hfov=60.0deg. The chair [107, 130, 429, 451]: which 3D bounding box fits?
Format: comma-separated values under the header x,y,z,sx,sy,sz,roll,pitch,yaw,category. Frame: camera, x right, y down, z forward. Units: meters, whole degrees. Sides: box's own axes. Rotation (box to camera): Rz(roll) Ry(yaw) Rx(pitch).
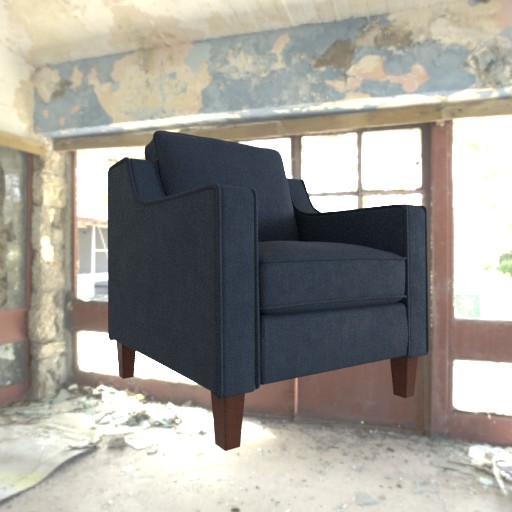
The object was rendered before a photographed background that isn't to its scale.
x,y,z,sx,sy,sz,roll,pitch,yaw,category
0.000,0.000,1.638,0.831,0.960,0.909,0,0,-35,chair
